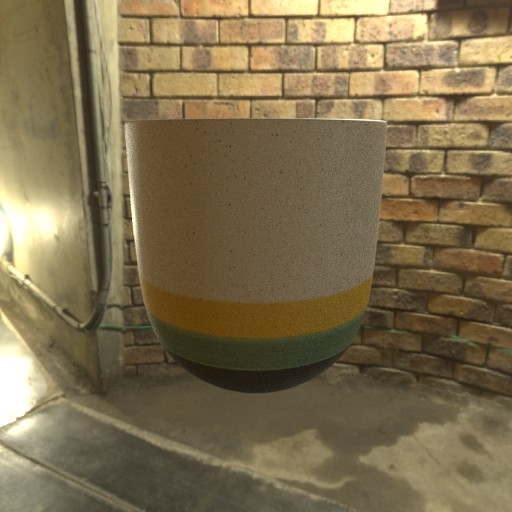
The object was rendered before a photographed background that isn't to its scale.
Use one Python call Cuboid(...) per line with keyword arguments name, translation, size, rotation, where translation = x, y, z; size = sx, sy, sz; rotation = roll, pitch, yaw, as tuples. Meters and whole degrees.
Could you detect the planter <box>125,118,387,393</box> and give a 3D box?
Cuboid(name="planter", translation=(0.000, 0.000, 0.370), size=(0.195, 0.214, 0.195), rotation=(0, 15, 0))
